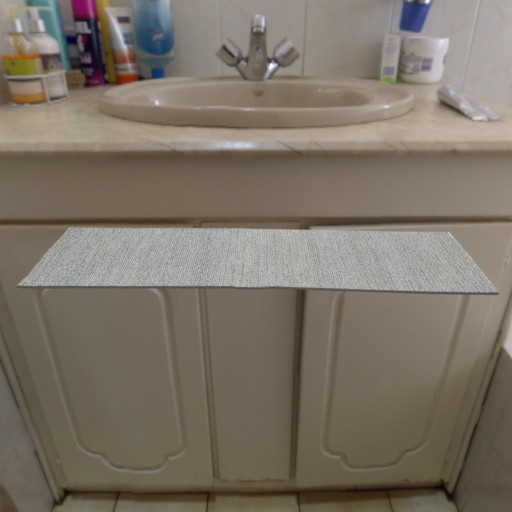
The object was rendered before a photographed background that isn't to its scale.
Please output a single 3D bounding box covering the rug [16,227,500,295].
[{"bbox_3d":[0.000,0.000,2.425,2.341,0.037,0.675,1,28,1],"label":"rug"}]
